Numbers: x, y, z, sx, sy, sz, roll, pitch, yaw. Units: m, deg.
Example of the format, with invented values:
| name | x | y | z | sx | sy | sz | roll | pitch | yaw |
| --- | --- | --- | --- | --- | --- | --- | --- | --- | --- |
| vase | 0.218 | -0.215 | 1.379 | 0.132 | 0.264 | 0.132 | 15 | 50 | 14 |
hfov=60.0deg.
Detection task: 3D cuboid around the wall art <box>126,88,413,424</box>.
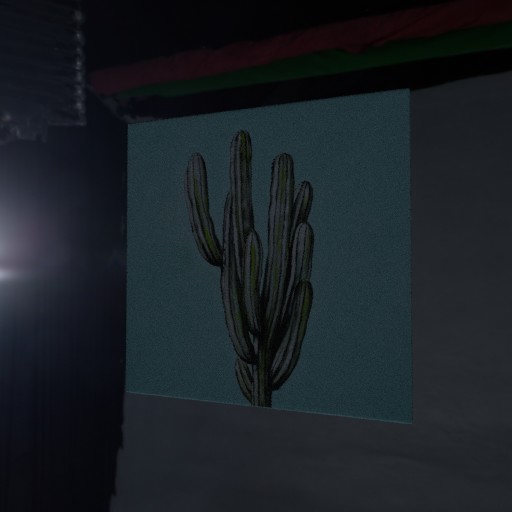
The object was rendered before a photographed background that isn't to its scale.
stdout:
| name | x | y | z | sx | sy | sz | roll | pitch | yaw |
| --- | --- | --- | --- | --- | --- | --- | --- | --- | --- |
| wall art | 0.000 | 0.000 | 1.619 | 1.071 | 1.073 | 0.070 | 0 | -1 | 19 |
